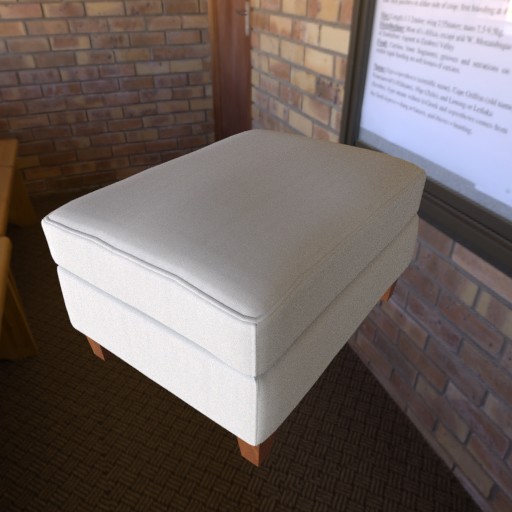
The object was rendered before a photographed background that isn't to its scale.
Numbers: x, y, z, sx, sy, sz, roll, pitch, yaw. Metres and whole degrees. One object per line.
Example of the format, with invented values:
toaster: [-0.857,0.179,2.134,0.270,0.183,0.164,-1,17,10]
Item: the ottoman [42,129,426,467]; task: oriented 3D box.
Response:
ottoman: [0.000,0.000,1.203,0.634,0.496,0.818,22,39,30]
